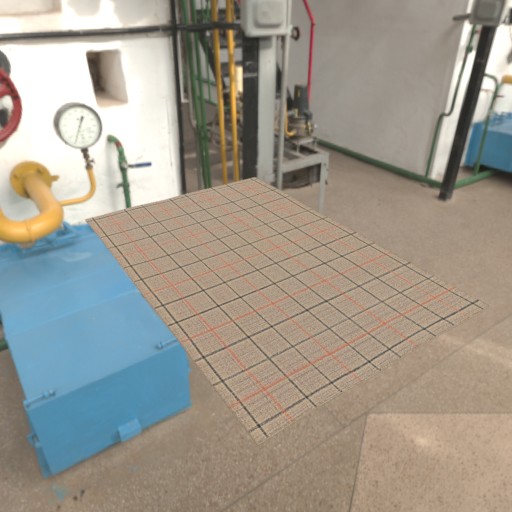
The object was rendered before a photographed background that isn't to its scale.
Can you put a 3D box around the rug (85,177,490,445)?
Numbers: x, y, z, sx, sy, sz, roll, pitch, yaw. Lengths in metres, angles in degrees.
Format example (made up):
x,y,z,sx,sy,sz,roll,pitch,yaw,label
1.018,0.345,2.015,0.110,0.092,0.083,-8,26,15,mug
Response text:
x,y,z,sx,sy,sz,roll,pitch,yaw,label
0.000,0.000,2.280,1.220,0.013,1.829,-19,36,-28,rug
